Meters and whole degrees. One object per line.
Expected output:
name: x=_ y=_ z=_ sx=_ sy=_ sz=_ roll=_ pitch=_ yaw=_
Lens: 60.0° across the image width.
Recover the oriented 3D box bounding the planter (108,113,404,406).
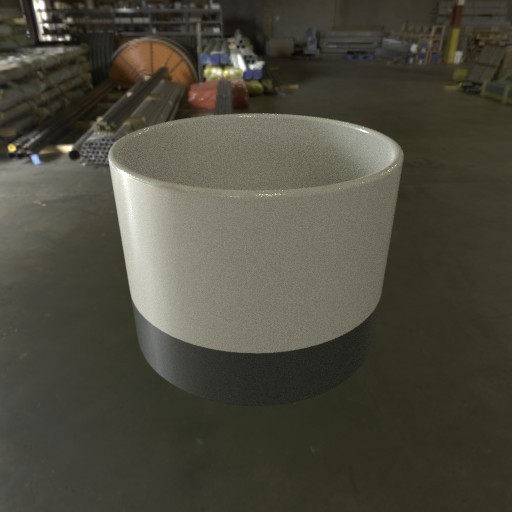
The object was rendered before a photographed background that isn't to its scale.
planter: x=0.000 y=0.000 z=0.343 sx=0.193 sy=0.177 sz=0.193 roll=0 pitch=29 yaw=0
